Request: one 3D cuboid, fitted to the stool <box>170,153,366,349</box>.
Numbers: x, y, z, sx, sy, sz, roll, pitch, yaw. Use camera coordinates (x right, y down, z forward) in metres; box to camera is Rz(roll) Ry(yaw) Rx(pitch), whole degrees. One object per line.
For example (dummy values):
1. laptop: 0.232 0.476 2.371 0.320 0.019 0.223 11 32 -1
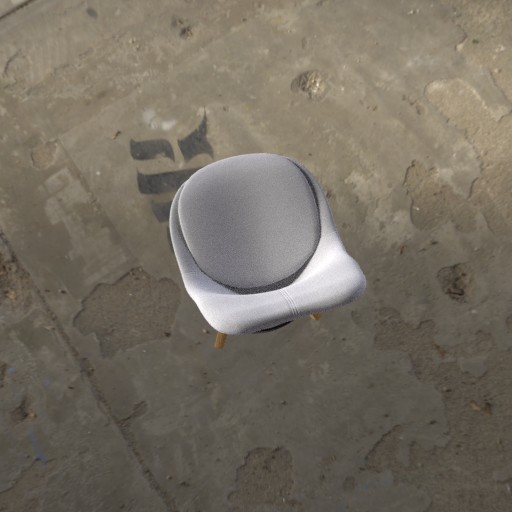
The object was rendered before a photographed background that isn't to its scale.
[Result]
1. stool: 0.000 0.000 1.419 0.484 1.115 0.550 -16 76 -4
